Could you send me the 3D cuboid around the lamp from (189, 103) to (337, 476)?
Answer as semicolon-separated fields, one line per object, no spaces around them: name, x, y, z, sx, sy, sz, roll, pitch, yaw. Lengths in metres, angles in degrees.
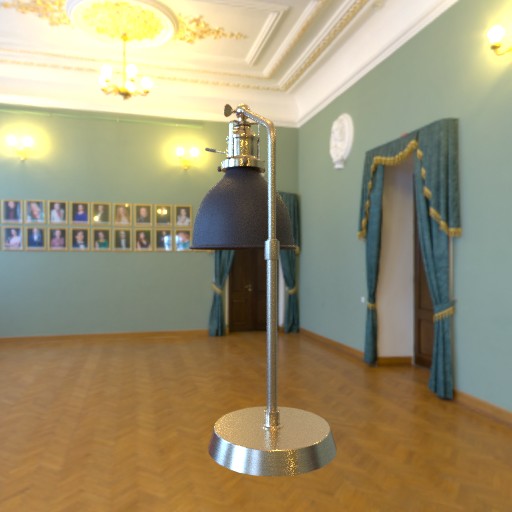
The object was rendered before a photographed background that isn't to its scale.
lamp;0.000;0.000;0.601;0.160;0.456;0.291;0;0;-17
